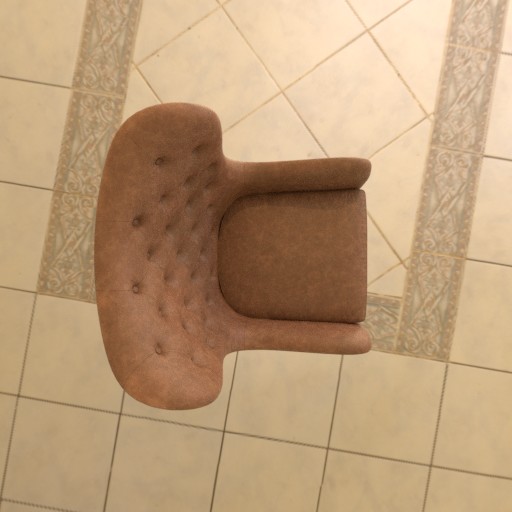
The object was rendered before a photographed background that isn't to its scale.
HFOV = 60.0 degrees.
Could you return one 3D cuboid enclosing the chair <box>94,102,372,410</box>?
[{"bbox_3d":[0.000,0.000,1.704,0.930,1.079,0.831,0,90,0],"label":"chair"}]
